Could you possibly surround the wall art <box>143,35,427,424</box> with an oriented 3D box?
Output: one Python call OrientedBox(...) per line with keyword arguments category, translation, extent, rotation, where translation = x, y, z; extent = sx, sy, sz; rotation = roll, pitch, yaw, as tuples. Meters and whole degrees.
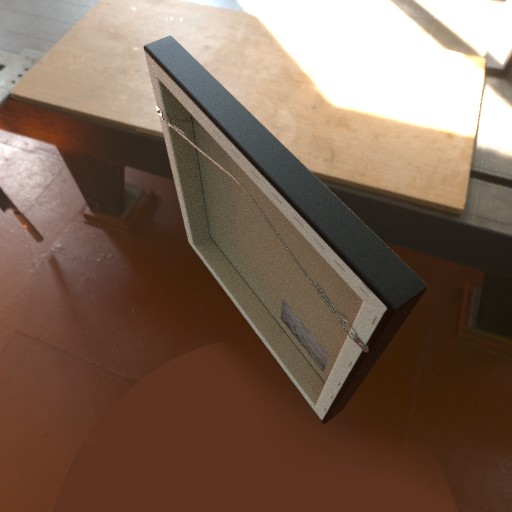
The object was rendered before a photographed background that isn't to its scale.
OrientedBox(category="wall art", translation=(0.000, 0.000, 0.594), extent=(0.041, 0.407, 0.406), rotation=(-31, 63, -18))
